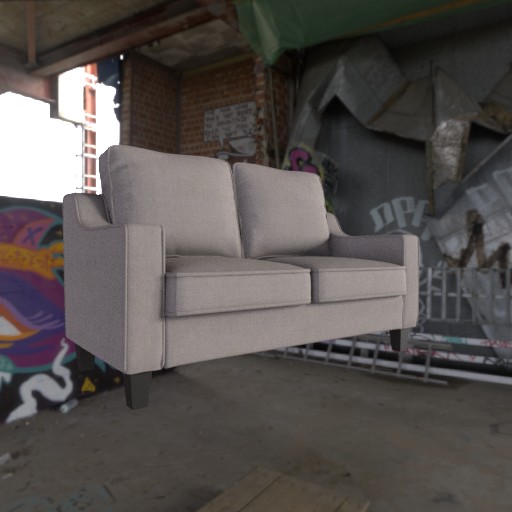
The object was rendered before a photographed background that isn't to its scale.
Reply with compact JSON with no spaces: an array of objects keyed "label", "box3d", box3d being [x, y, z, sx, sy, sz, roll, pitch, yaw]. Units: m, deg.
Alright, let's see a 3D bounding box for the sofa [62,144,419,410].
[{"label":"sofa","box3d":[0.000,0.000,2.042,1.500,0.948,0.791,0,0,-37]}]
